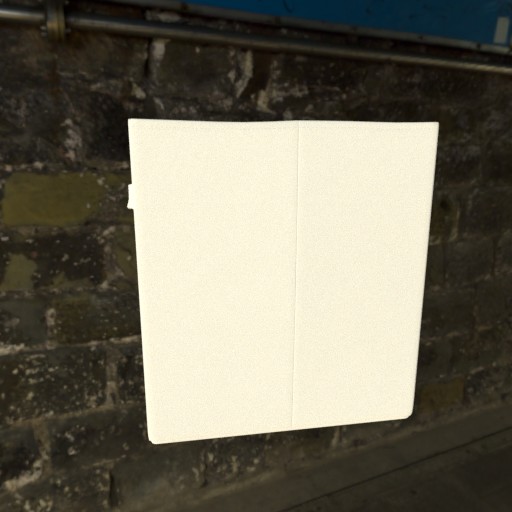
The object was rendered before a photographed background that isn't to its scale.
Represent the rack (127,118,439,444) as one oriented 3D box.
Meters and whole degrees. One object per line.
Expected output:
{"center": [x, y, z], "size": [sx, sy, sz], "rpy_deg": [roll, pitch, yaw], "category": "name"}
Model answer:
{"center": [0.000, 0.000, 0.506], "size": [0.270, 0.280, 0.270], "rpy_deg": [-2, 14, -9], "category": "rack"}
